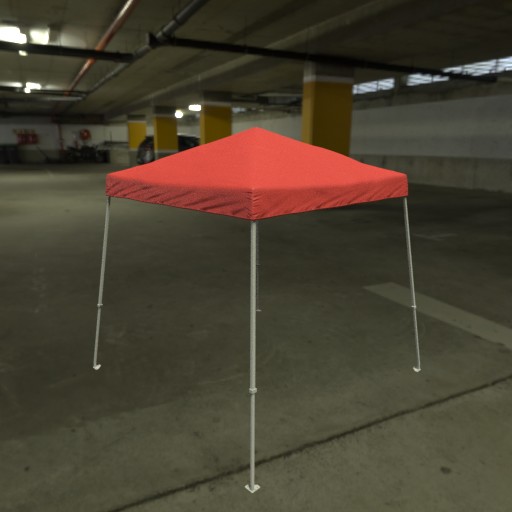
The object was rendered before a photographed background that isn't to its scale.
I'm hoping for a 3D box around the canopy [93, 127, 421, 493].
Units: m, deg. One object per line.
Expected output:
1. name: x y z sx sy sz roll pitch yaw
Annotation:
1. canopy: 0.000 0.000 5.098 2.848 2.849 2.849 -13 19 -43
